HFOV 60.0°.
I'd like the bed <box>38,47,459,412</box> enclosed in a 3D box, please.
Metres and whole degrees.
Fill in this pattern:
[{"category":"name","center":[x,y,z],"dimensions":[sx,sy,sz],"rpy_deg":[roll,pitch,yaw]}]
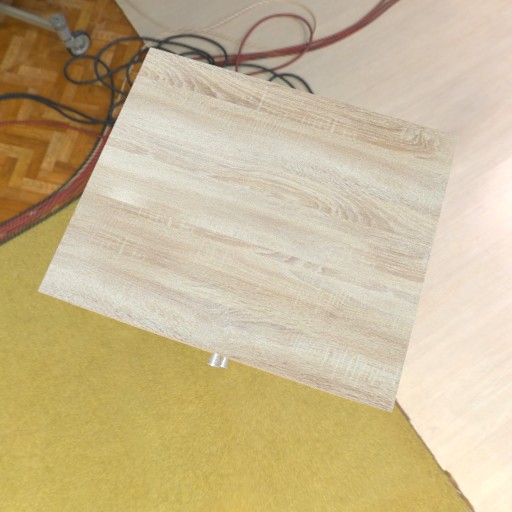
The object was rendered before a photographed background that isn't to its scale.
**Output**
[{"category":"bed","center":[0.000,0.000,0.787],"dimensions":[0.460,0.420,0.401],"rpy_deg":[18,76,5]}]
